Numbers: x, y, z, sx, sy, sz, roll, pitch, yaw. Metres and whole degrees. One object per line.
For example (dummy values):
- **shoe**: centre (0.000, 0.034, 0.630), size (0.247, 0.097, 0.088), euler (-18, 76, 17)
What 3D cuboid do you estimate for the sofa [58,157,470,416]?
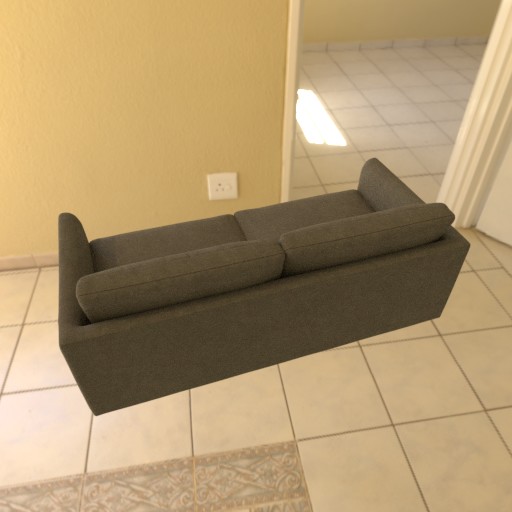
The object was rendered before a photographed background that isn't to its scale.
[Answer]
- **sofa**: centre (0.000, 0.000, 2.780), size (2.257, 0.838, 1.092), euler (-13, 43, -14)
